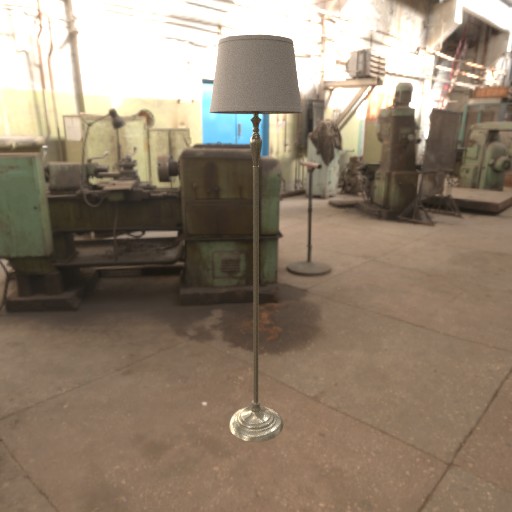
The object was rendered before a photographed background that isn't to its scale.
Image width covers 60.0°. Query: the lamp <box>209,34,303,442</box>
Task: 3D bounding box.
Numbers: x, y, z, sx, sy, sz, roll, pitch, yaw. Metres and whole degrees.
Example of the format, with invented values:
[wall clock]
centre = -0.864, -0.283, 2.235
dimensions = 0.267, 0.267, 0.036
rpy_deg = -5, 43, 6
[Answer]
[lamp]
centre = 0.000, 0.000, 1.706
dimensions = 0.327, 1.506, 0.327
rpy_deg = 15, 22, 43
